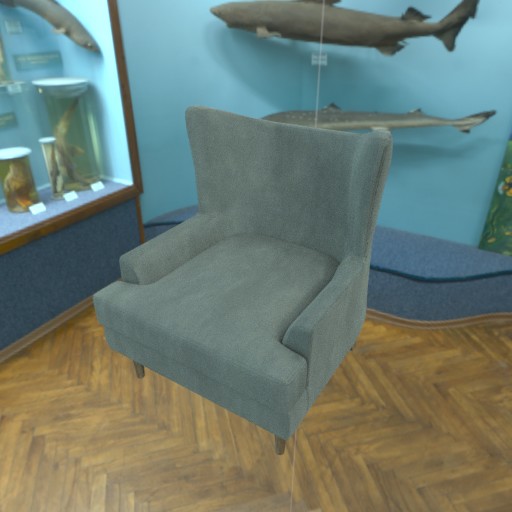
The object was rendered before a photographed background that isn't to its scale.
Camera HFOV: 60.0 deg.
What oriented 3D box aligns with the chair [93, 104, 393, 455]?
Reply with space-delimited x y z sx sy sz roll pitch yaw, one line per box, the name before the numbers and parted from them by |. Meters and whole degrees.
chair | 0.000 0.000 1.629 0.784 0.950 0.906 17 34 28
